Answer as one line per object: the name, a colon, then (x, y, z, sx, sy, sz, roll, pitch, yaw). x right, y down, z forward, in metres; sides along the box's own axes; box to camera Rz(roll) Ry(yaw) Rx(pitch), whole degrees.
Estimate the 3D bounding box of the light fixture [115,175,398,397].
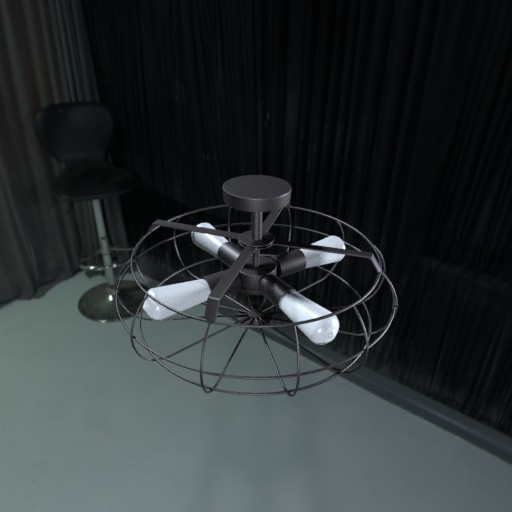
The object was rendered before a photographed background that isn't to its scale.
light fixture: (0.000, 0.000, 0.924, 0.582, 0.311, 0.582, 0, 30, 0)
